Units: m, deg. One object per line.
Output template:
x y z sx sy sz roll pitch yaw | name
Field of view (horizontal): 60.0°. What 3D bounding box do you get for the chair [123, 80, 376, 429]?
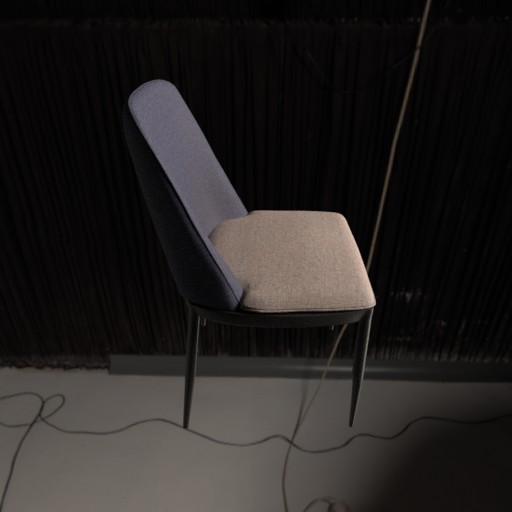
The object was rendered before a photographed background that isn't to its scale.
0.000 0.000 1.172 0.551 0.839 0.480 0 31 0 | chair
